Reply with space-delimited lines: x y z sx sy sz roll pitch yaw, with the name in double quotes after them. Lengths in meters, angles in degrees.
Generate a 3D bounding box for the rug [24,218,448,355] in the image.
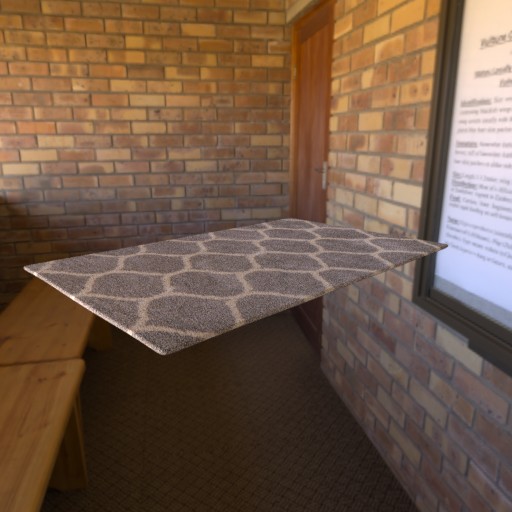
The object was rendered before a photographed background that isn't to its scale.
0.000 0.000 2.863 2.348 0.025 1.501 -14 20 -42 "rug"
